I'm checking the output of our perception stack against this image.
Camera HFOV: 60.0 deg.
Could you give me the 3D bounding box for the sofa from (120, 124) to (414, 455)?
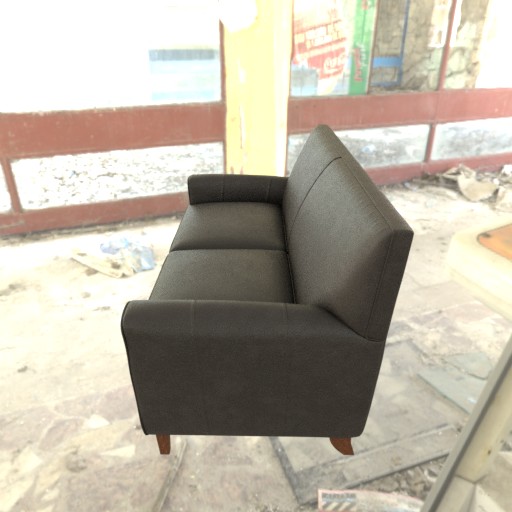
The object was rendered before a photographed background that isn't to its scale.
[{"bbox_3d":[0.000,0.000,1.930,0.787,0.871,1.473,0,26,0],"label":"sofa"}]
